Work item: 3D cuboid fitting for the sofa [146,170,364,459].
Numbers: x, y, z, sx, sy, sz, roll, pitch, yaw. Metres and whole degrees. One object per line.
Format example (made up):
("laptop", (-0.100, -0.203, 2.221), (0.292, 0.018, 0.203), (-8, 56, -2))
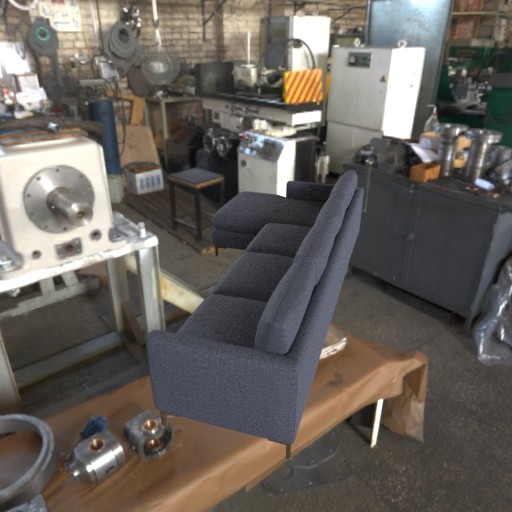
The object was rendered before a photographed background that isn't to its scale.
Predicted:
("sofa", (0.000, 0.000, 2.914), (1.125, 0.673, 2.445), (8, 27, 16))
